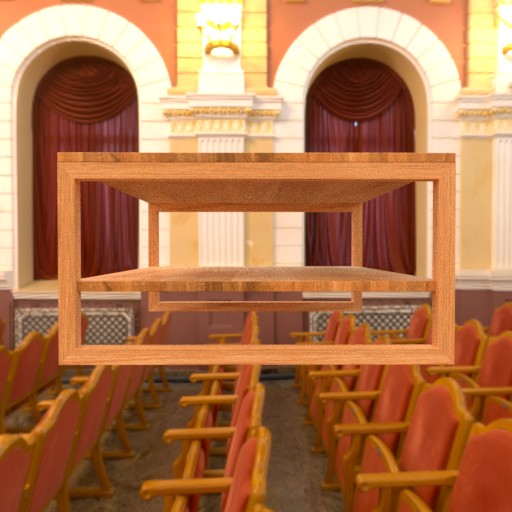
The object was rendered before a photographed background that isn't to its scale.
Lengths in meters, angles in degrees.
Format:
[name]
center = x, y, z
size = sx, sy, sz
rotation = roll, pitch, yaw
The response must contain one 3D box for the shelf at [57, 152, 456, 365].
[shelf]
center = 0.000, 0.000, 1.451
size = 0.899, 0.480, 0.899
rotation = 0, 1, 0
